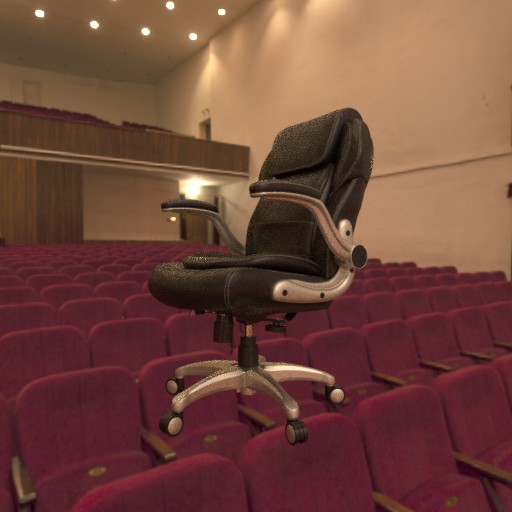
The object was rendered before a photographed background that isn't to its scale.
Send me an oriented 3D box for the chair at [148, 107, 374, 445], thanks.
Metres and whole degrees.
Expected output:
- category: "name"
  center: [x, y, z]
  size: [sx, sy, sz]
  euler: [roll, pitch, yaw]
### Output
- category: "chair"
  center: [0.000, 0.000, 1.663]
  size: [0.801, 1.141, 0.724]
  euler: [-1, 1, -35]
